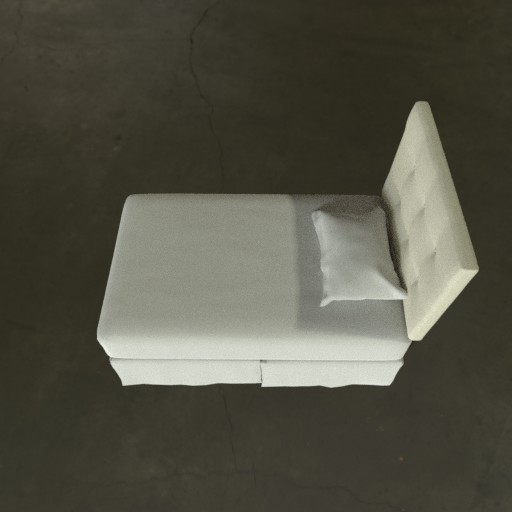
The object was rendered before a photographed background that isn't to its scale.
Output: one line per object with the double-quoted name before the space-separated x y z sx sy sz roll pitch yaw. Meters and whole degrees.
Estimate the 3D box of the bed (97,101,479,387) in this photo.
"bed" 0.000 0.000 2.892 1.997 1.571 1.261 0 57 0
